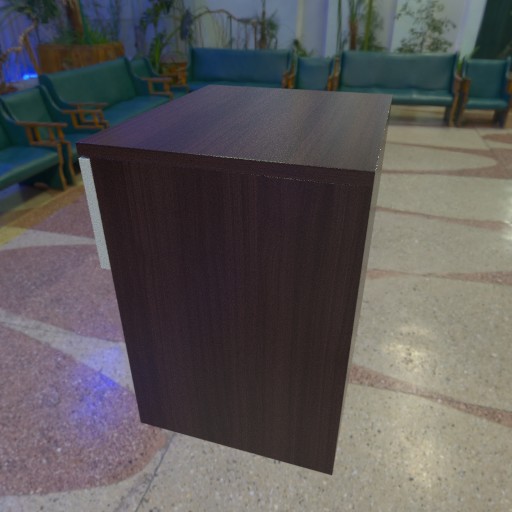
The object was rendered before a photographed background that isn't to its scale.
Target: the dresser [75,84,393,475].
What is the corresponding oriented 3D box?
[{"bbox_3d":[0.000,0.000,0.748,0.360,0.470,0.400,9,31,15],"label":"dresser"}]
